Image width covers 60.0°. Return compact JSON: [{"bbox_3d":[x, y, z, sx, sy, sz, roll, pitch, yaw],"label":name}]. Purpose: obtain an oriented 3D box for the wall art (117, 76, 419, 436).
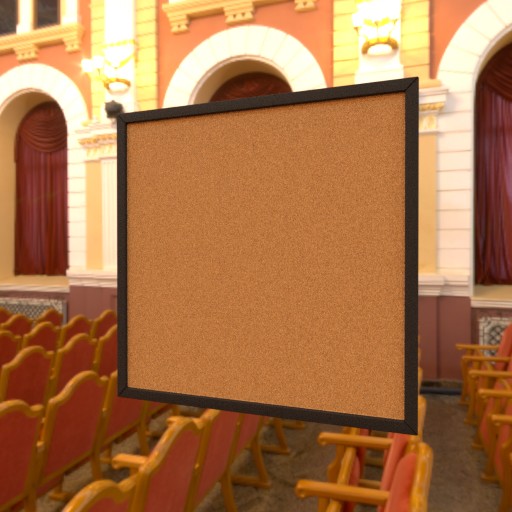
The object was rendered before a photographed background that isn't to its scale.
[{"bbox_3d":[0.000,0.000,0.443,0.305,0.305,0.037,0,0,20],"label":"wall art"}]
